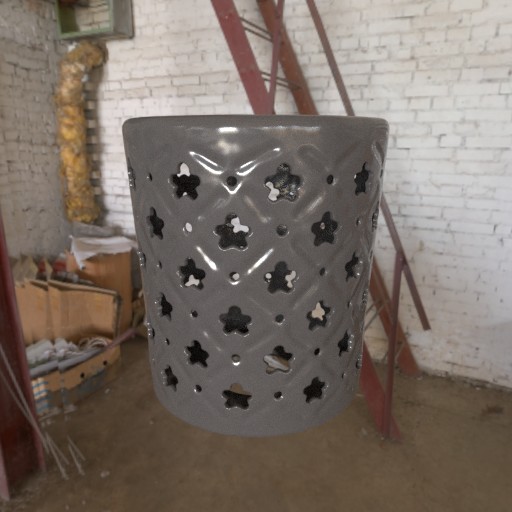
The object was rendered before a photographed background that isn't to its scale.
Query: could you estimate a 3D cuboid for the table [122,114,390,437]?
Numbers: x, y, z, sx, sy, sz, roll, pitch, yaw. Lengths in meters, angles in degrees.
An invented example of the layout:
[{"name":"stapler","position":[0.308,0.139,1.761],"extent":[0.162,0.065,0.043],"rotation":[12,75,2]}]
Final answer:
[{"name":"table","position":[0.000,0.000,0.650],"extent":[0.352,0.387,0.352],"rotation":[0,15,0]}]
